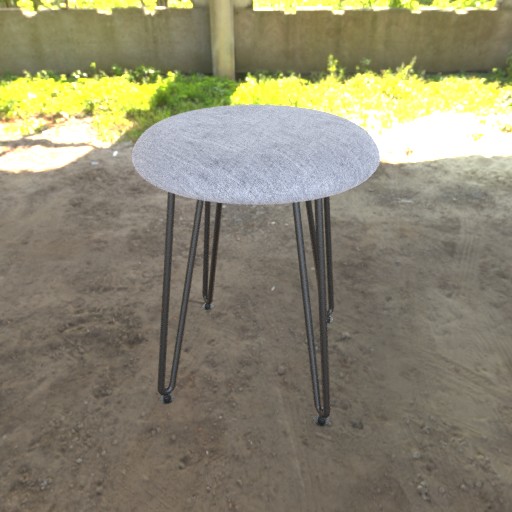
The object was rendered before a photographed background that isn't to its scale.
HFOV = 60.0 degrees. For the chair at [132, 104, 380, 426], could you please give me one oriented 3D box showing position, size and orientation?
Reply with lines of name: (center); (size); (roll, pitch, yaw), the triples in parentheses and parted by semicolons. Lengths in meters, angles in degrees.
chair: (0.000, 0.000, 0.648); (0.350, 0.386, 0.350); (-20, 36, -30)
